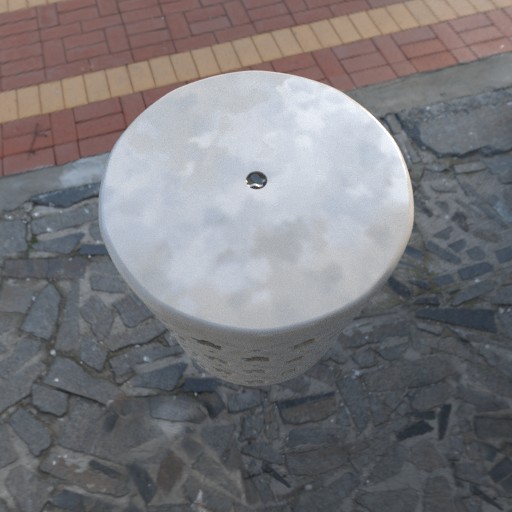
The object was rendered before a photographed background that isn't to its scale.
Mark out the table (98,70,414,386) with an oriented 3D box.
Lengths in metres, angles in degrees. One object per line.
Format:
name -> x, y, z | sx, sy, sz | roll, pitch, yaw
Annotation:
table -> 0.000, 0.000, 0.660 | 0.352, 0.387, 0.352 | 0, 64, 0
